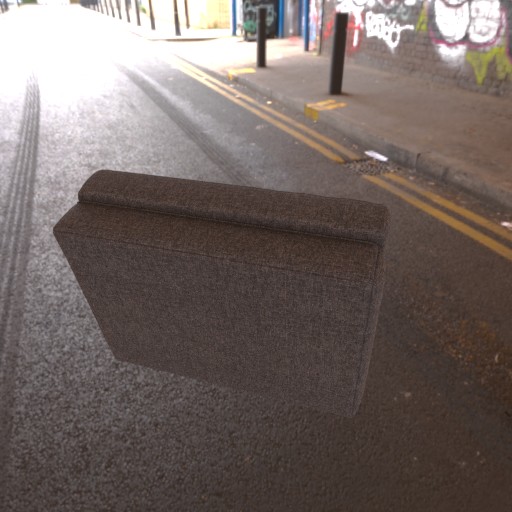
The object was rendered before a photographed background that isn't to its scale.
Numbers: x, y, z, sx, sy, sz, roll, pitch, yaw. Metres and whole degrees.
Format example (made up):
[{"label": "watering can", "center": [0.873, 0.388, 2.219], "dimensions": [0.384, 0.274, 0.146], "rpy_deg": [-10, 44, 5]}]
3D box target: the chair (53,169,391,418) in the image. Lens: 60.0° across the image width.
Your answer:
[{"label": "chair", "center": [0.000, 0.000, 1.336], "dimensions": [0.740, 0.615, 0.800], "rpy_deg": [9, 32, 15]}]
